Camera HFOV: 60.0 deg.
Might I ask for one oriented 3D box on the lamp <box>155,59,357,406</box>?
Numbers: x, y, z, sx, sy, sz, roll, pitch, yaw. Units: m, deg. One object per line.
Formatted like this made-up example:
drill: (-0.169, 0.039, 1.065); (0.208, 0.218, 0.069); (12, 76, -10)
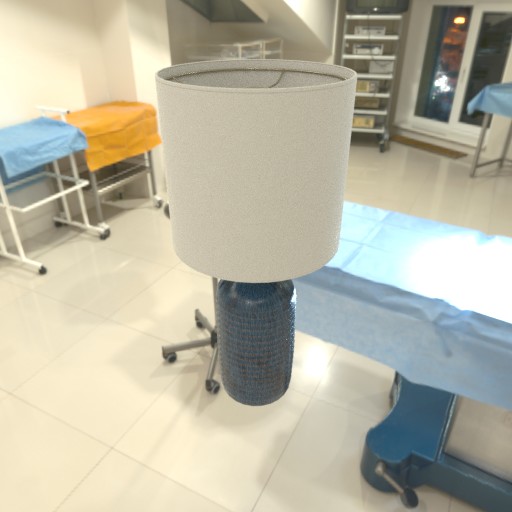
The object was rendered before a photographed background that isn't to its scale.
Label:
lamp: (0.000, 0.000, 0.611); (0.220, 0.475, 0.220); (19, 35, 29)
